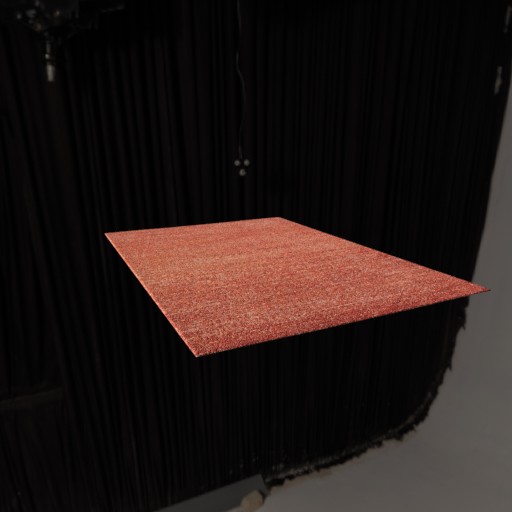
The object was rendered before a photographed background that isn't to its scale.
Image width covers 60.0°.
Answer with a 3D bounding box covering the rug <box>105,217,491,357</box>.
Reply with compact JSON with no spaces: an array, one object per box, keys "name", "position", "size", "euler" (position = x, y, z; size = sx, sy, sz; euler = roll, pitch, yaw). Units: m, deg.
[{"name":"rug","position":[0.000,0.000,5.133],"size":[2.803,0.025,3.965],"euler":[-8,17,-25]}]
